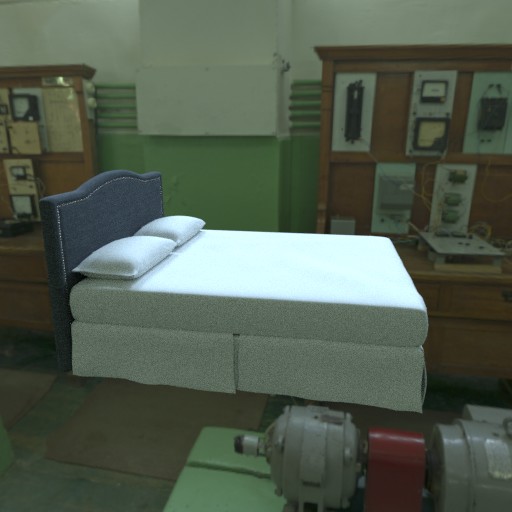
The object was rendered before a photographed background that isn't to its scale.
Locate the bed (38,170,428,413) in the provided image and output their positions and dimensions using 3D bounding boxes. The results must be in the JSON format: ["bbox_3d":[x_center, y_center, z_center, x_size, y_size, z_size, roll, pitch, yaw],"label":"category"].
[{"bbox_3d":[0.000,0.000,3.938,2.689,1.457,2.161,3,16,9],"label":"bed"}]
